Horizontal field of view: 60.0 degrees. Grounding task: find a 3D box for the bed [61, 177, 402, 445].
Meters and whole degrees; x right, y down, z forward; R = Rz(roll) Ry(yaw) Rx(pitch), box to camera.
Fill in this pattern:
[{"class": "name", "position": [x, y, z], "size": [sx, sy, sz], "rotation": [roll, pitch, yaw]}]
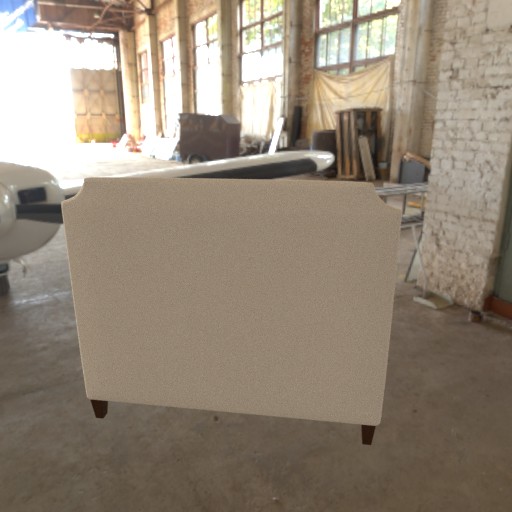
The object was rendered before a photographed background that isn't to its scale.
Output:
[{"class": "bed", "position": [0.000, 0.000, 3.420], "size": [1.712, 1.443, 2.365], "rotation": [2, 17, 8]}]
